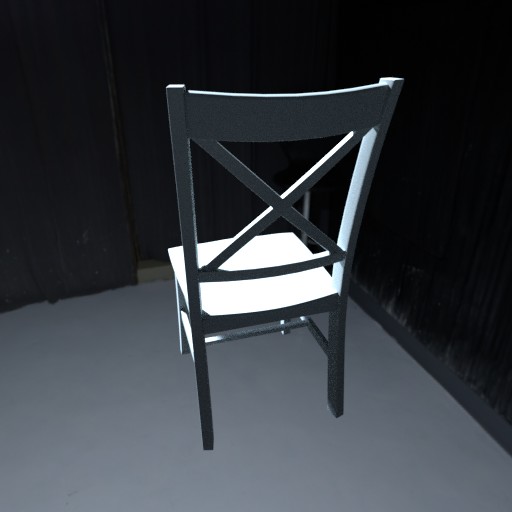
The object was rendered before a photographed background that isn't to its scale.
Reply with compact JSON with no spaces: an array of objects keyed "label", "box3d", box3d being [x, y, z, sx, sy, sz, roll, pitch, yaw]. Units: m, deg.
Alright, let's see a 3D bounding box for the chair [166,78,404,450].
[{"label":"chair","box3d":[0.000,0.000,1.279,0.485,0.983,0.542,-8,28,-15]}]
